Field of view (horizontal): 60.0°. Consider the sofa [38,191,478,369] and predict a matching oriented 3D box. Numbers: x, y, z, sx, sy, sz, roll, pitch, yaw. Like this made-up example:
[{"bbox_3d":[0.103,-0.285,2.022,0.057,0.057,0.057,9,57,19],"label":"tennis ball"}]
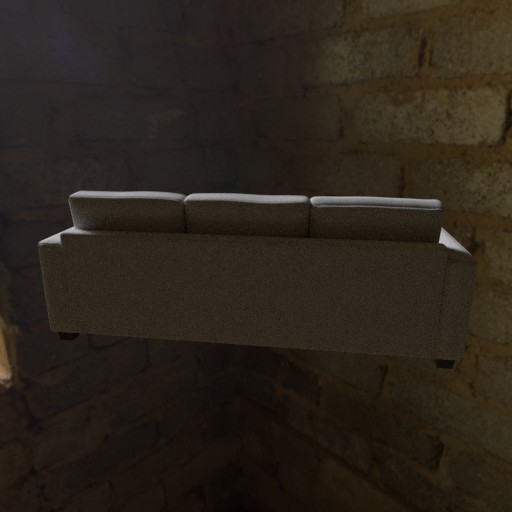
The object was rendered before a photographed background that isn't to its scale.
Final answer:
[{"bbox_3d":[0.000,0.000,2.549,2.120,0.800,0.900,2,17,8],"label":"sofa"}]
